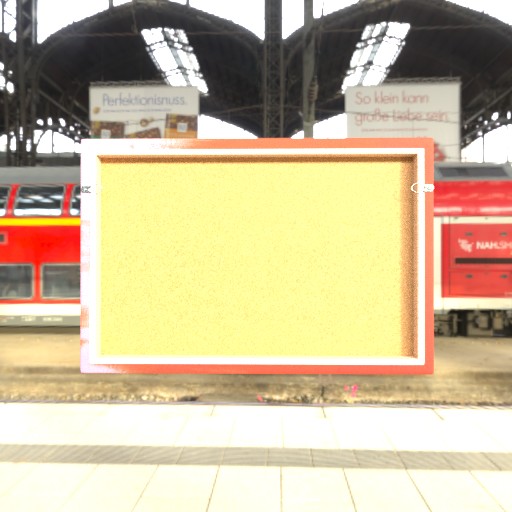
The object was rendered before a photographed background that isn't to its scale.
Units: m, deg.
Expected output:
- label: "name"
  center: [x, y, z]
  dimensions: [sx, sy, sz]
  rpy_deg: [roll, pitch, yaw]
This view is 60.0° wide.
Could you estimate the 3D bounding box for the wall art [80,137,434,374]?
- label: "wall art"
  center: [0.000, 0.000, 1.159]
  dimensions: [0.913, 0.609, 0.040]
  rpy_deg: [0, 0, 1]
